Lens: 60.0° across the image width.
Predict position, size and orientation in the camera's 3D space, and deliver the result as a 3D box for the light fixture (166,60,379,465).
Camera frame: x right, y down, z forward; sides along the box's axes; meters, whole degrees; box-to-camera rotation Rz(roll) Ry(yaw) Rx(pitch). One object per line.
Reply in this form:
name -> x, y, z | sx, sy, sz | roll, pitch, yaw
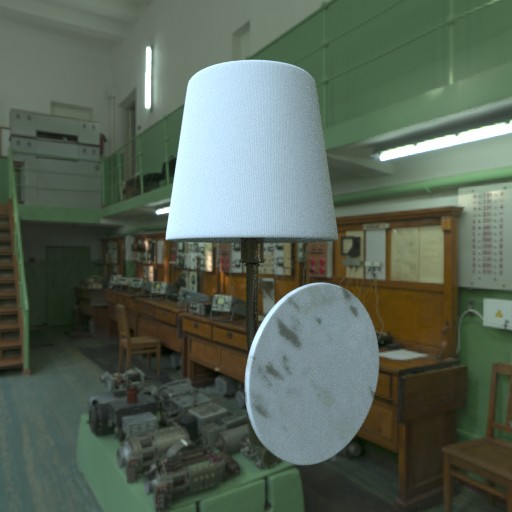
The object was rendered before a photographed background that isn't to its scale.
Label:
light fixture -> 0.000, 0.000, 0.438 | 0.168, 0.337, 0.188 | 0, 0, -35
